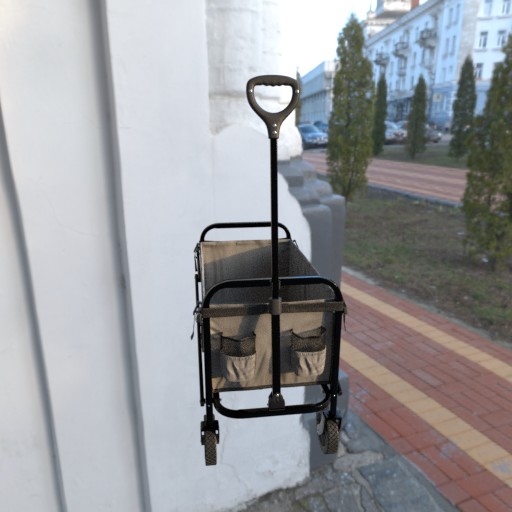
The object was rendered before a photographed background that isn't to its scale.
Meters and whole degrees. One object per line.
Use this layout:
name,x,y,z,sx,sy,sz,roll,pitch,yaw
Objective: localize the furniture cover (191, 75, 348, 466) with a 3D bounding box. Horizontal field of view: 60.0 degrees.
furniture cover,0.000,0.000,1.795,0.532,1.295,1.038,-2,17,-7
